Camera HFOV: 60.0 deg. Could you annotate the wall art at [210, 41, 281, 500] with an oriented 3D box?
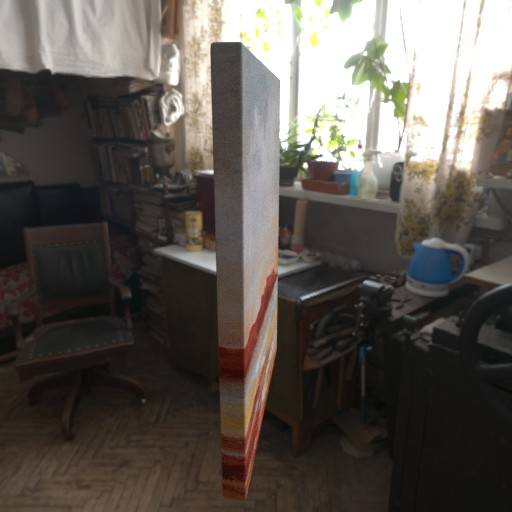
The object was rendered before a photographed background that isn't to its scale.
[{"bbox_3d":[0.000,0.000,0.763,0.035,0.605,0.443,2,17,8],"label":"wall art"}]
